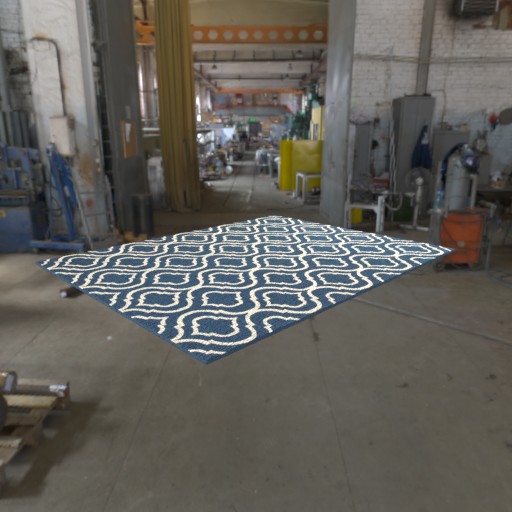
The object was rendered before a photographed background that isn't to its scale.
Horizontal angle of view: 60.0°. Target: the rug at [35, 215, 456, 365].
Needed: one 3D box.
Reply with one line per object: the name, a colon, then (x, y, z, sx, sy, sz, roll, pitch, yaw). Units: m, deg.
rug: (0.000, 0.000, 3.843, 2.881, 0.020, 2.270, -15, 22, -42)
